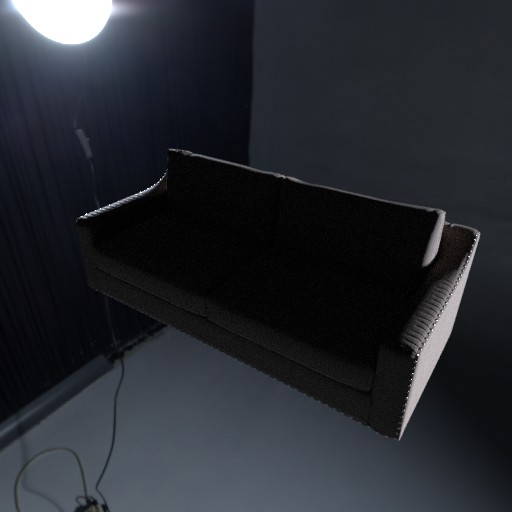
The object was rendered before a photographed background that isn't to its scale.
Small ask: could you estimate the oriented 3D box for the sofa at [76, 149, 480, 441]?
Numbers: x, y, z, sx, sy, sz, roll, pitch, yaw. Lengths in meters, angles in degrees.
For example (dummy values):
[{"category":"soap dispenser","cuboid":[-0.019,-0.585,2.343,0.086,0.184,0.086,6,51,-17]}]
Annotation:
[{"category":"sofa","cuboid":[0.000,0.000,2.673,2.208,0.857,1.000,19,35,30]}]
